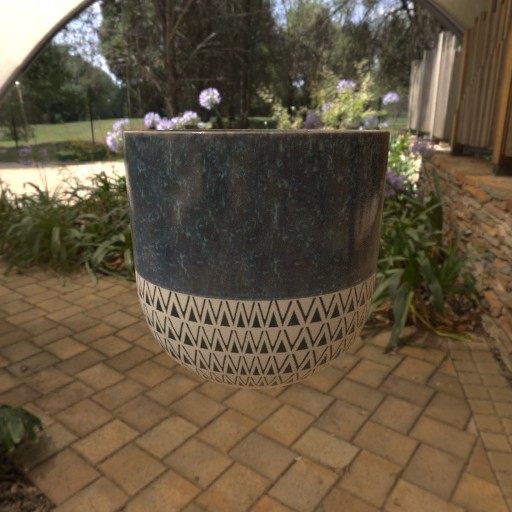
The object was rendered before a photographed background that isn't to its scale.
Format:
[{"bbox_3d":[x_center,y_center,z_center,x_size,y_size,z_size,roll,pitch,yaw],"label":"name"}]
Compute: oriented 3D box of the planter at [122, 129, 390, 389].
[{"bbox_3d":[0.000,0.000,0.494,0.266,0.270,0.266,0,16,0],"label":"planter"}]
